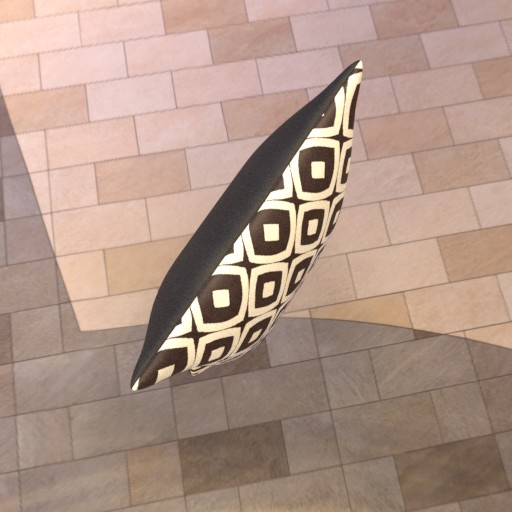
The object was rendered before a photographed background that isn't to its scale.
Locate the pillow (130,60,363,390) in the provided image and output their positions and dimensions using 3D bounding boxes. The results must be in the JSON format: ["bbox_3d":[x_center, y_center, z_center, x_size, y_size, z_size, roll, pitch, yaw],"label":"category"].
[{"bbox_3d":[0.000,0.000,0.780,0.188,0.494,0.504,33,79,7],"label":"pillow"}]
